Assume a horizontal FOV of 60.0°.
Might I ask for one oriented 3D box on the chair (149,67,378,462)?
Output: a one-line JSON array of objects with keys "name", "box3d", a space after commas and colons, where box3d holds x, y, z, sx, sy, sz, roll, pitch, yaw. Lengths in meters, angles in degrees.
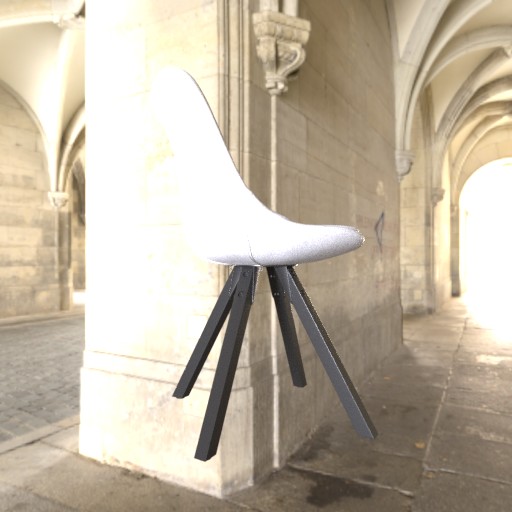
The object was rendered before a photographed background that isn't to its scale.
[{"name": "chair", "box3d": [0.000, 0.000, 1.180, 0.550, 0.850, 0.485, 0, 0, -18]}]
